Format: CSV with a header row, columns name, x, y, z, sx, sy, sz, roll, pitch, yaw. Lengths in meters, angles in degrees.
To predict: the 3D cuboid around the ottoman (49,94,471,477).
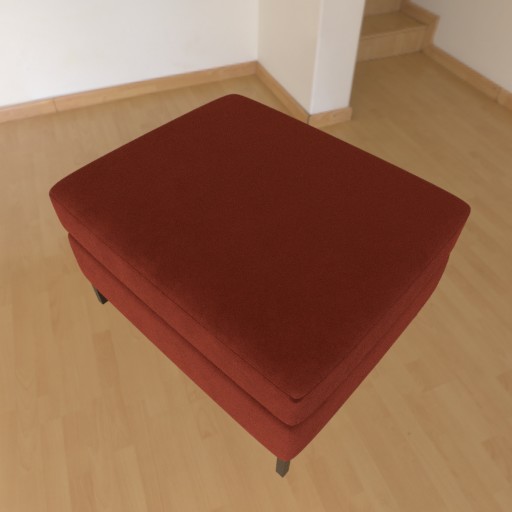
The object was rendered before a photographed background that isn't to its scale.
name,x,y,z,sx,sy,sz,roll,pitch,yaw
ottoman,0.000,0.000,1.156,0.782,0.462,0.650,34,56,27
